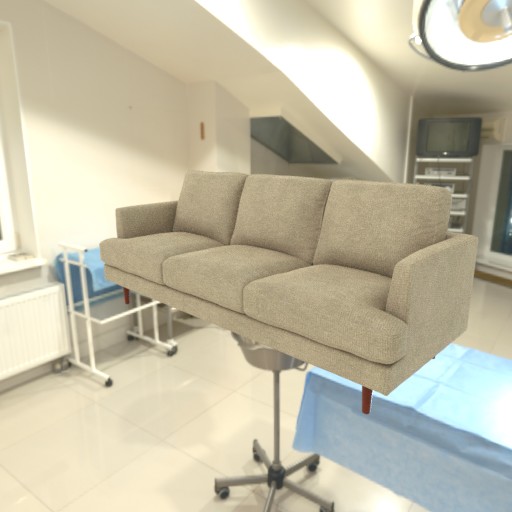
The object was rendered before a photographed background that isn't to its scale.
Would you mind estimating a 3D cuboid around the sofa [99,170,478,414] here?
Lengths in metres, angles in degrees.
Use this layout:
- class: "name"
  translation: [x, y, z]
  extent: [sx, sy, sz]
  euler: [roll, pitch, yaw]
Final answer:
- class: "sofa"
  translation: [0.000, 0.000, 2.671]
  extent: [2.246, 0.930, 0.903]
  euler: [13, 19, 42]
